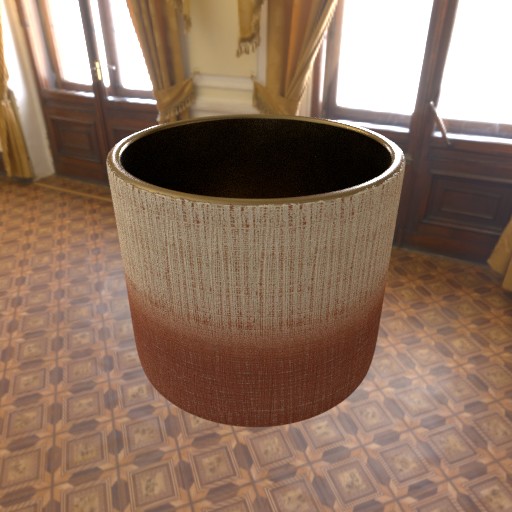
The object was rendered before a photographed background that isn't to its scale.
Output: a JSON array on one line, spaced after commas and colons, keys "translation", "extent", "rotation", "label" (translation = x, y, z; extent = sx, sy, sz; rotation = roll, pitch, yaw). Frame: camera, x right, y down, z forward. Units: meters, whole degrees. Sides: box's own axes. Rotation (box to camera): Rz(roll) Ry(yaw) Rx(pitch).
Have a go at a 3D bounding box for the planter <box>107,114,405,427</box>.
[{"translation": [0.000, 0.000, 0.438], "extent": [0.254, 0.221, 0.254], "rotation": [0, 30, 0], "label": "planter"}]
